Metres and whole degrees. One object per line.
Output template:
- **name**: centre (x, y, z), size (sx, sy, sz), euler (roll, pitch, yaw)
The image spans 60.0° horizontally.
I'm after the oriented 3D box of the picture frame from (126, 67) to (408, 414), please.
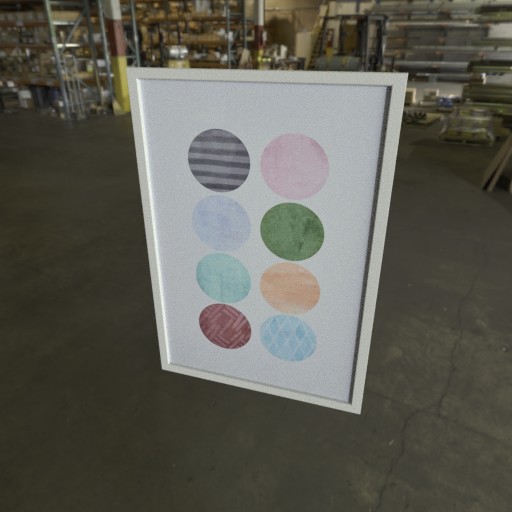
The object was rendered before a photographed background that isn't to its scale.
- **picture frame**: centre (0.000, 0.000, 0.561), size (0.305, 0.434, 0.013), euler (8, 27, 16)
